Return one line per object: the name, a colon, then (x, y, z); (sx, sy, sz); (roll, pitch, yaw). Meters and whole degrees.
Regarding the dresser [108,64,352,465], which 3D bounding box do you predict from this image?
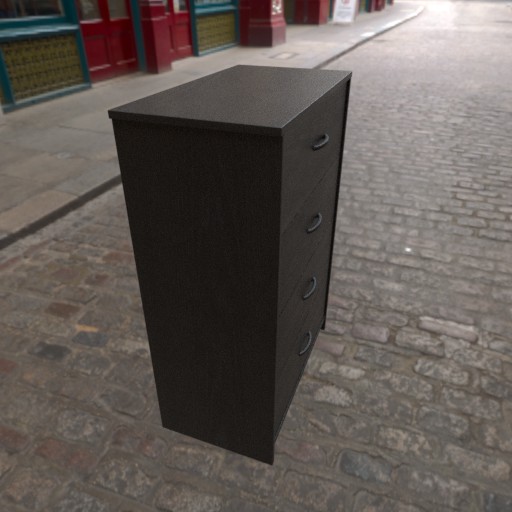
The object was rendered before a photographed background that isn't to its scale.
dresser: (0.000, 0.000, 1.409); (0.398, 1.020, 0.700); (11, 33, 18)
